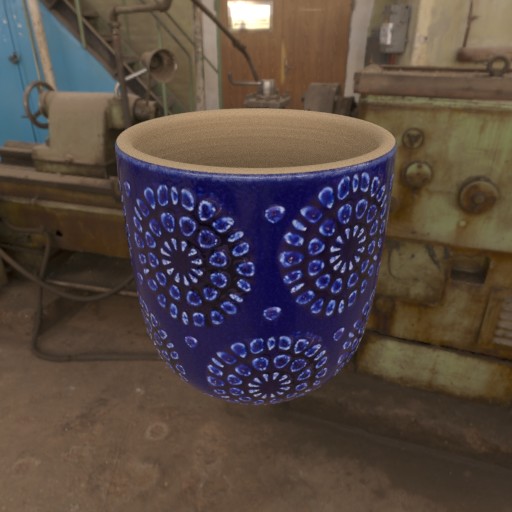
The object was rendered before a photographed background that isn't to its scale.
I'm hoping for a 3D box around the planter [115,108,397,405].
[{"bbox_3d":[0.000,0.000,0.201,0.109,0.112,0.109,0,28,0],"label":"planter"}]
